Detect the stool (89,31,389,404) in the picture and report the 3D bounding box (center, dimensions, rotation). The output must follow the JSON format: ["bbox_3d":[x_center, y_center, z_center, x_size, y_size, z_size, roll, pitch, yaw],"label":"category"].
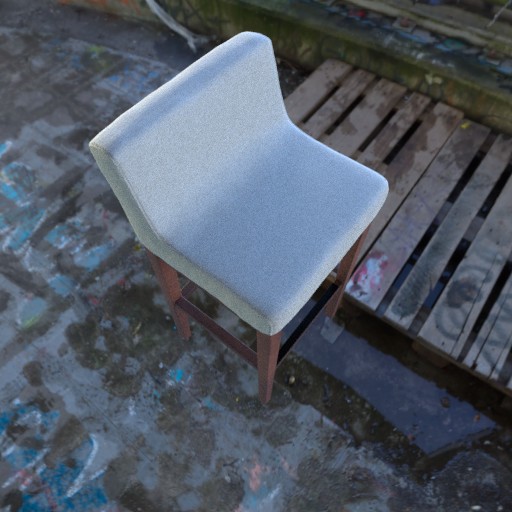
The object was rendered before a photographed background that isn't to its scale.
[{"bbox_3d":[0.000,0.000,1.334,0.500,1.037,0.511,34,64,19],"label":"stool"}]
